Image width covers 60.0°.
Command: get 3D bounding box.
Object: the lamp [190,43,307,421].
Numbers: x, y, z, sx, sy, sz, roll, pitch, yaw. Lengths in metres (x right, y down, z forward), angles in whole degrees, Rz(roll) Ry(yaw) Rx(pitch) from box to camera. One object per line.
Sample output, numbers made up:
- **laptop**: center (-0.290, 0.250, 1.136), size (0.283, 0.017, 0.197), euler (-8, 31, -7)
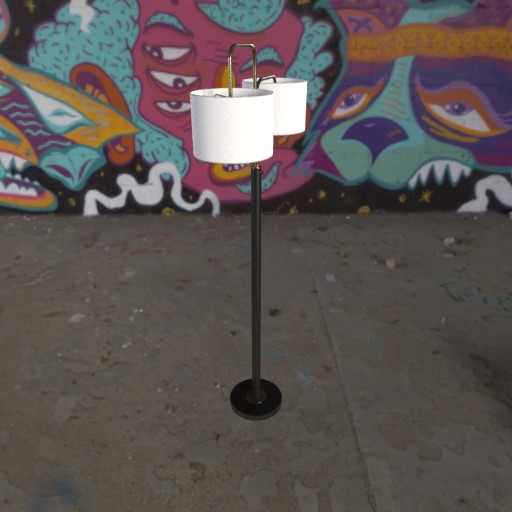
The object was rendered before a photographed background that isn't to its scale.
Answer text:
- **lamp**: center (0.000, 0.000, 1.831), size (0.254, 1.587, 0.711), euler (8, 27, 17)
